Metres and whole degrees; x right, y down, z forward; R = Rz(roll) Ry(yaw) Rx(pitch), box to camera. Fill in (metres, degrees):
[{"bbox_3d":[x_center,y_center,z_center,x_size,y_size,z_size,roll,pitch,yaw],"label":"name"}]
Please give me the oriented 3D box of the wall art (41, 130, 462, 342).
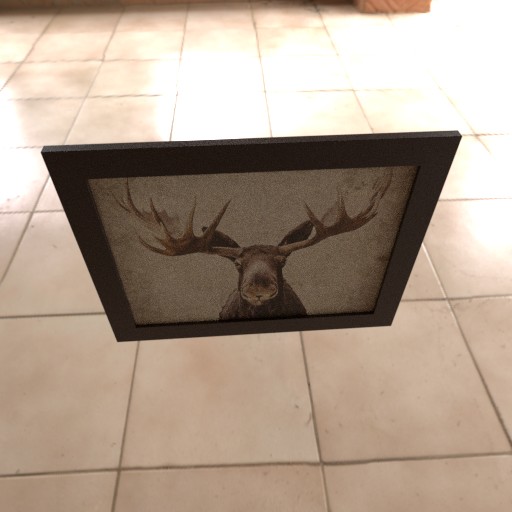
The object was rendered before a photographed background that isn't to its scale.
[{"bbox_3d":[0.000,0.000,1.617,1.207,0.952,0.034,-3,46,-3],"label":"wall art"}]
